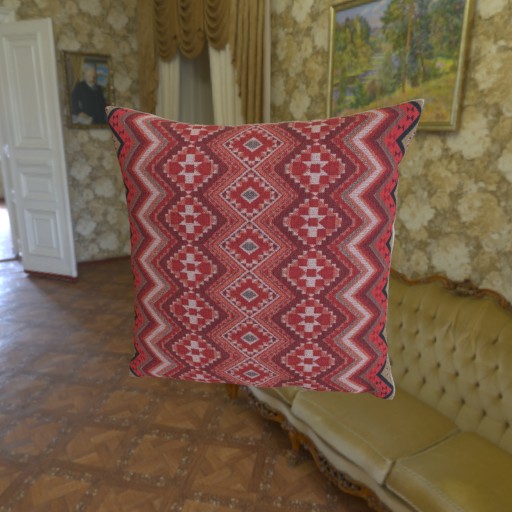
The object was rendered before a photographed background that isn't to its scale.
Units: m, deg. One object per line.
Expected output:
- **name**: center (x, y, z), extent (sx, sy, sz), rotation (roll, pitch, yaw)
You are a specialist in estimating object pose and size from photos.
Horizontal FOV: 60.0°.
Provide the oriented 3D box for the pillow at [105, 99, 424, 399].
- **pillow**: center (0.000, 0.000, 0.773), extent (0.513, 0.511, 0.158), rotation (2, 15, 9)
